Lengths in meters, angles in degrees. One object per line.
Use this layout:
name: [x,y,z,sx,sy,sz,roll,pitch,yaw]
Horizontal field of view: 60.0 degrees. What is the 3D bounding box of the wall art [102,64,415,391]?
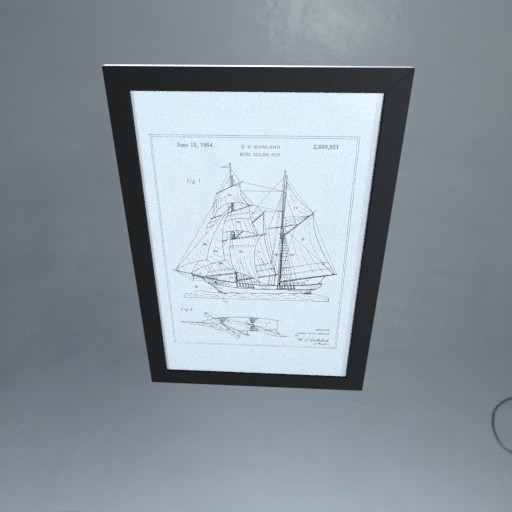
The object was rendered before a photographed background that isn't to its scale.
wall art: [0.000,0.000,0.579,0.326,0.459,0.011,2,30,3]
